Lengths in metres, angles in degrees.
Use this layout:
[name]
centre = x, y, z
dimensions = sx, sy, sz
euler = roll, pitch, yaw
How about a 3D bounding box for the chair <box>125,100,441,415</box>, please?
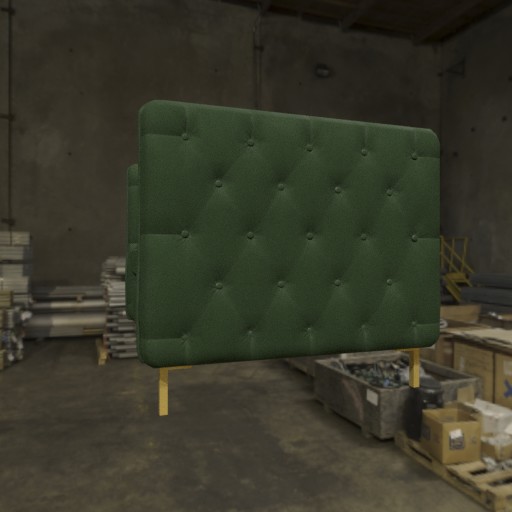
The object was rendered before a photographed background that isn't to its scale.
[chair]
centre = 0.000, 0.000, 1.551
dimensions = 0.855, 0.768, 0.917
euler = 0, 0, -18
